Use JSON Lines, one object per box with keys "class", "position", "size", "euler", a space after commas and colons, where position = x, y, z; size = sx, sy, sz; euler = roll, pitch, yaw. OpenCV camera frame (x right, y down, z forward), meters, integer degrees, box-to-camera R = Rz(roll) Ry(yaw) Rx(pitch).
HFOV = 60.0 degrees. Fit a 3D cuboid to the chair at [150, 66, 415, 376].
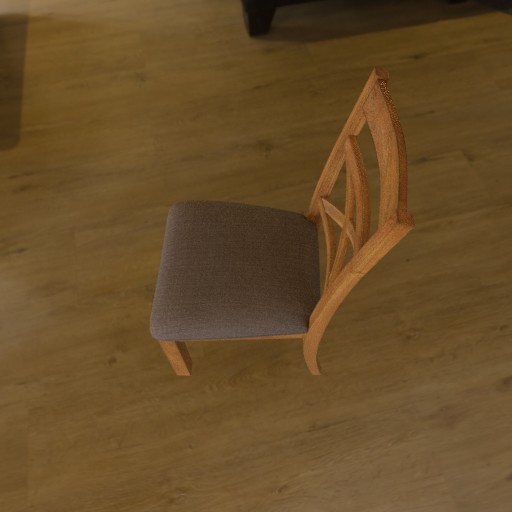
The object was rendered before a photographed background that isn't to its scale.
{"class": "chair", "position": [0.000, 0.000, 1.263], "size": [0.581, 0.949, 0.470], "euler": [2, 60, 1]}
